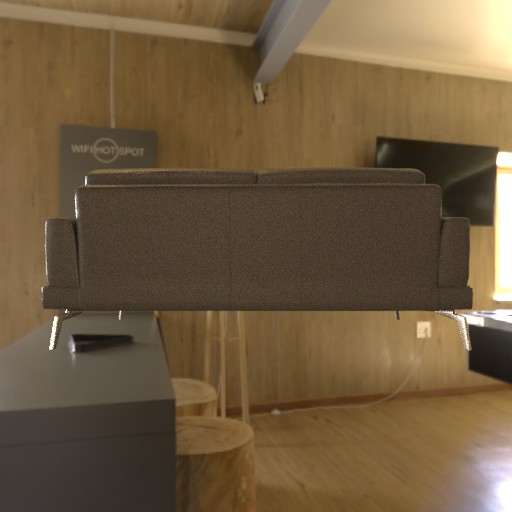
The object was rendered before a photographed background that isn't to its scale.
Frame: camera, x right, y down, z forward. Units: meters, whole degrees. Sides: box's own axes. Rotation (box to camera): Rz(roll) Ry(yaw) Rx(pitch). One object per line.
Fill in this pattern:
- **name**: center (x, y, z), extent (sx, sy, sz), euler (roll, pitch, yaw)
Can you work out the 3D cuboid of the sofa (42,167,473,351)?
- **sofa**: center (0.000, 0.000, 2.701), extent (2.177, 0.930, 1.121), euler (0, 0, 1)
